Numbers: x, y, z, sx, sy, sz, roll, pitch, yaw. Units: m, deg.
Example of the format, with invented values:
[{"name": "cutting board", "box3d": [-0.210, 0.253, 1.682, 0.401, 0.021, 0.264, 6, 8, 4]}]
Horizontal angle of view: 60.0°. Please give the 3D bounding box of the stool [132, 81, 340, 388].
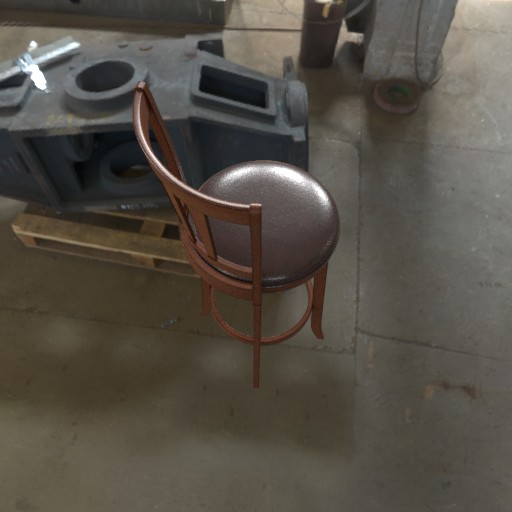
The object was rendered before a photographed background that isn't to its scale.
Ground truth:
[{"name": "stool", "box3d": [0.000, 0.000, 1.435, 0.503, 1.177, 0.464, -32, 63, -19]}]
